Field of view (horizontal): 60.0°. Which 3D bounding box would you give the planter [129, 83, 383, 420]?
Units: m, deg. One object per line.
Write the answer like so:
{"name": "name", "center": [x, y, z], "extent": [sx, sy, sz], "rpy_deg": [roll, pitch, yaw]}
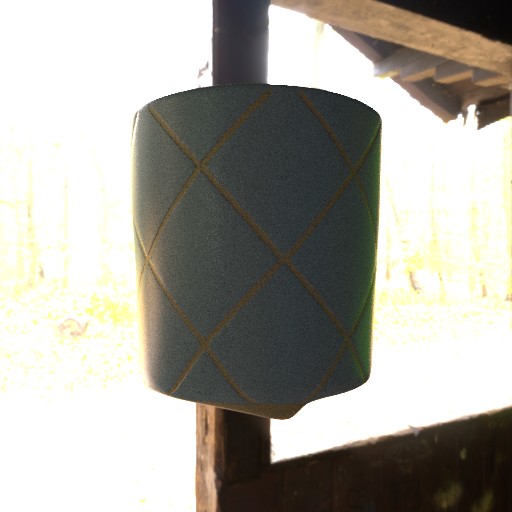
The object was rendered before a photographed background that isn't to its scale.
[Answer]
{"name": "planter", "center": [0.000, 0.000, 0.413], "extent": [0.227, 0.235, 0.227], "rpy_deg": [0, 0, 0]}
